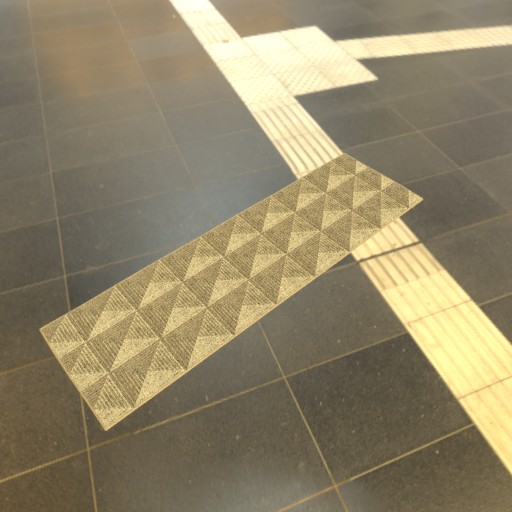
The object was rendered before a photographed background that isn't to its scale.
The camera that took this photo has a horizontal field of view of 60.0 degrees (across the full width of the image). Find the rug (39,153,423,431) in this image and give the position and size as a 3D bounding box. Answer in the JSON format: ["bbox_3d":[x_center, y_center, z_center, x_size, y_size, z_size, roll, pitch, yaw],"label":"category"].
[{"bbox_3d":[0.000,0.000,2.423,2.182,0.015,0.645,-33,56,-26],"label":"rug"}]
